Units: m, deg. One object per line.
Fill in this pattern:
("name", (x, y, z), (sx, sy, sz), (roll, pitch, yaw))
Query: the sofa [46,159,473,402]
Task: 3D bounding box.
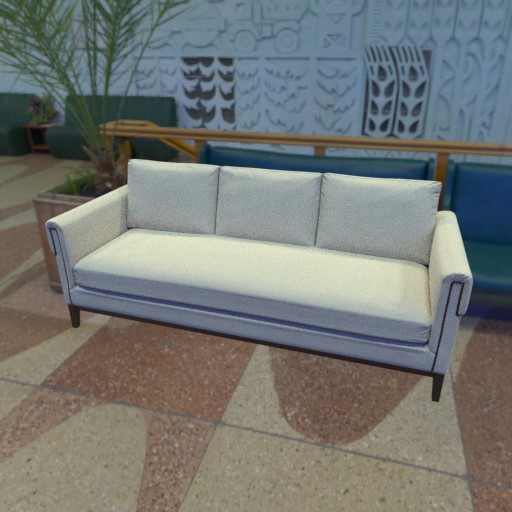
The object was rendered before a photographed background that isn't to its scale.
("sofa", (0.000, 0.000, 2.609), (2.198, 0.911, 0.902), (8, 25, 16))
